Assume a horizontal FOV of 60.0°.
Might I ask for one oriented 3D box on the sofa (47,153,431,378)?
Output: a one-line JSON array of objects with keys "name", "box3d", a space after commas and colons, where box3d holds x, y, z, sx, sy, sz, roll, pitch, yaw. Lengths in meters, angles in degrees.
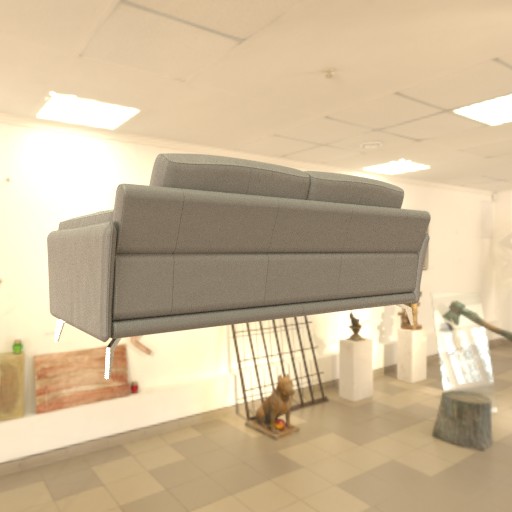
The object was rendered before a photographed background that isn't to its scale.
[{"name": "sofa", "box3d": [0.000, 0.000, 2.637, 2.101, 0.930, 1.049, -1, 1, -37]}]
